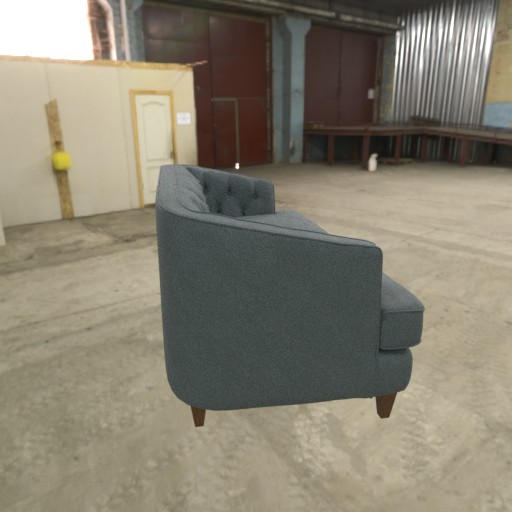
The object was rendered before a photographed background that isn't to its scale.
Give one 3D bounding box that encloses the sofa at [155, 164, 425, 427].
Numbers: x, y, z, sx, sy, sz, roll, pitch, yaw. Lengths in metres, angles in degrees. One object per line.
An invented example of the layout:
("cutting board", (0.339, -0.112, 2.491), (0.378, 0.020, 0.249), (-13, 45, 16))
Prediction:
("sofa", (0.000, 0.000, 2.273), (0.941, 0.855, 1.733), (-3, 18, -10))
